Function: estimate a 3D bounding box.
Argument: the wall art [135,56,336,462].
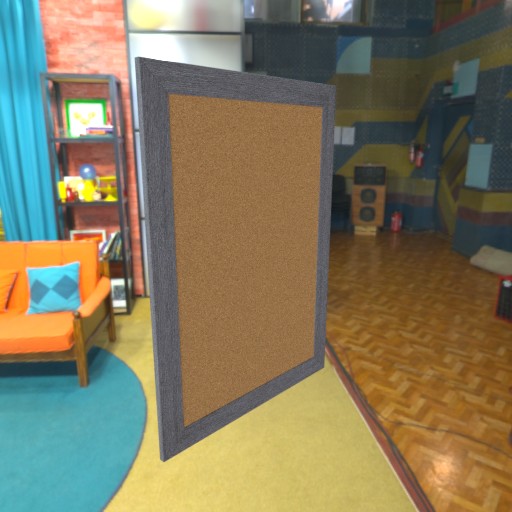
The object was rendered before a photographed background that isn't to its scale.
[{"bbox_3d":[0.000,0.000,1.400,0.020,1.070,0.768,14,20,43],"label":"wall art"}]
